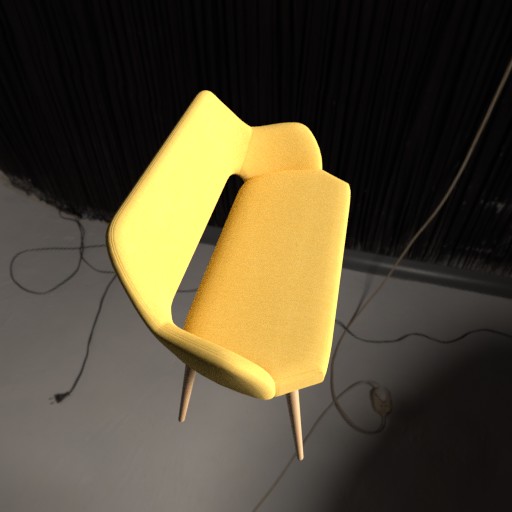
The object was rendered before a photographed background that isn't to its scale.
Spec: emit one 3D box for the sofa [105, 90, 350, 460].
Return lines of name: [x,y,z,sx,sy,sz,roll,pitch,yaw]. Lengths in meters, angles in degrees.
sofa: [0.000,0.000,1.604,0.610,0.840,1.150,9,47,9]
